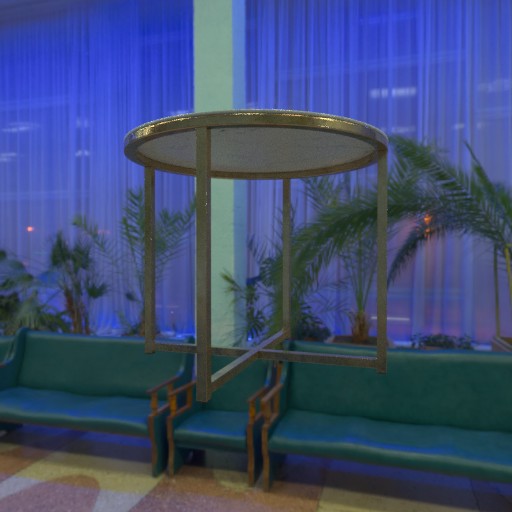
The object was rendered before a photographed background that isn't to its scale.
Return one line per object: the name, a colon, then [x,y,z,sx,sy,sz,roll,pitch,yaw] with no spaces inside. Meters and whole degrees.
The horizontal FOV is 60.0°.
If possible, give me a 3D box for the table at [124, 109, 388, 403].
table: [0.000,0.000,0.876,0.500,0.420,0.500,0,1,0]
